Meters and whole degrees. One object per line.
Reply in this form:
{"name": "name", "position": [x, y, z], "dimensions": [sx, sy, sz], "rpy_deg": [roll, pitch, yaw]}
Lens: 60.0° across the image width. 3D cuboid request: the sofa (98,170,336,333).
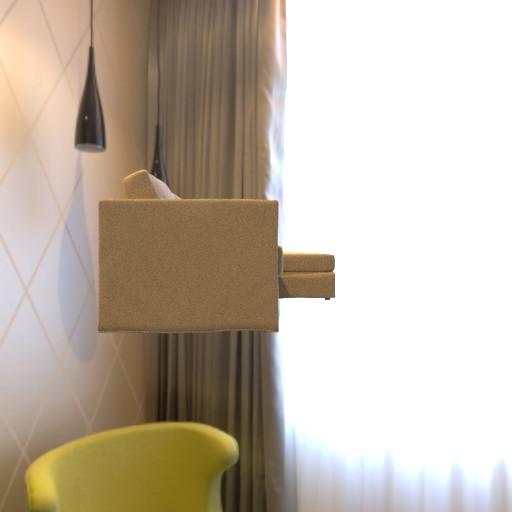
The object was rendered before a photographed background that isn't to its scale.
{"name": "sofa", "position": [0.000, 0.000, 3.838], "dimensions": [1.622, 0.871, 3.206], "rpy_deg": [0, -1, 0]}
